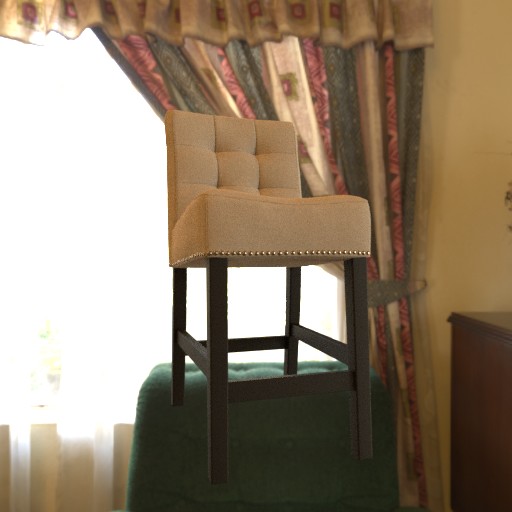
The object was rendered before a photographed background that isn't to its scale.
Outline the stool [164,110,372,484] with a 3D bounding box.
[{"bbox_3d":[0.000,0.000,1.178,0.427,0.885,0.571,0,0,-18],"label":"stool"}]
